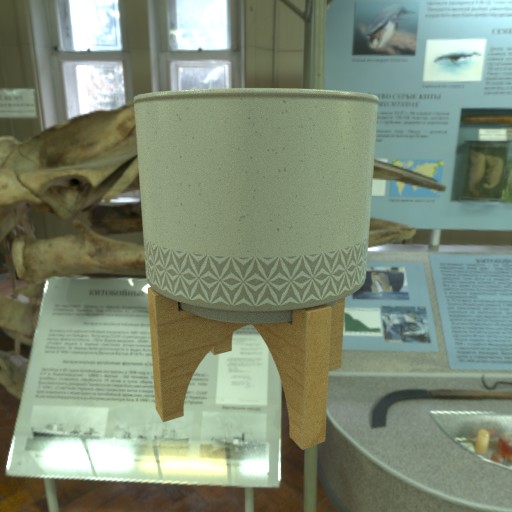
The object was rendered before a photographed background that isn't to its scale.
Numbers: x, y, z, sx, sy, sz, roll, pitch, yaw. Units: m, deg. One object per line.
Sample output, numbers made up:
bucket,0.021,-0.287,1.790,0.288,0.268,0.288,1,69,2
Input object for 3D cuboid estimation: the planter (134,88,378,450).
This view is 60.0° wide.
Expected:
planter,0.000,0.000,0.266,0.130,0.178,0.130,0,16,0
